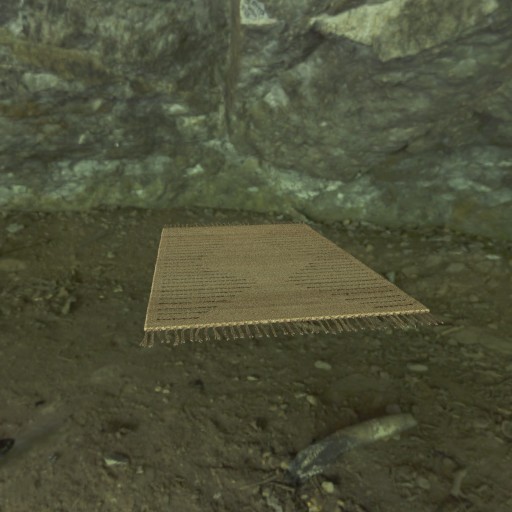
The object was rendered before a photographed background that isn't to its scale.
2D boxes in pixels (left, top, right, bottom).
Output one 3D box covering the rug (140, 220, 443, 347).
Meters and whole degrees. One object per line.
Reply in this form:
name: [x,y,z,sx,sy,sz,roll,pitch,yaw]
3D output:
rug: [0.000,0.000,2.052,0.905,0.017,1.718,-2,15,-9]
